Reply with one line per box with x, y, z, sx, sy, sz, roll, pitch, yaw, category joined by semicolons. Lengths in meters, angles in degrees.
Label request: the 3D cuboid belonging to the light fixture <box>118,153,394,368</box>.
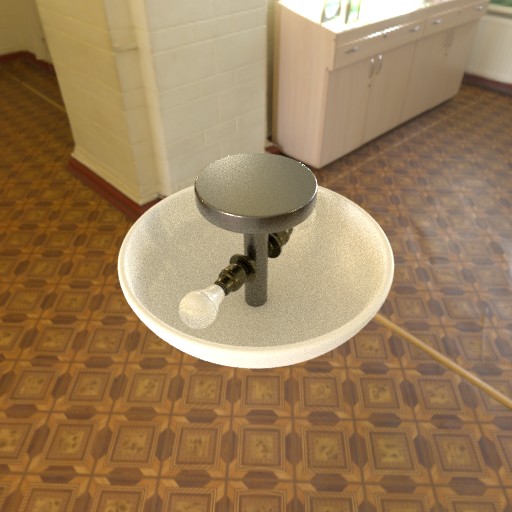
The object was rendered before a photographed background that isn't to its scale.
0.000;0.000;0.554;0.330;0.214;0.330;0;40;0;light fixture
